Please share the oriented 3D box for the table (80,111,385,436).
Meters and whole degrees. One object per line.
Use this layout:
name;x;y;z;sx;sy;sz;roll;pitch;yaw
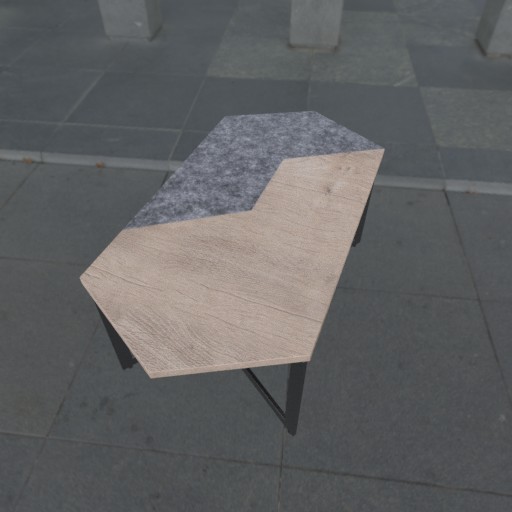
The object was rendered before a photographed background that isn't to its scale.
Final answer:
table;0.000;0.000;1.492;0.609;0.457;1.219;16;48;15
